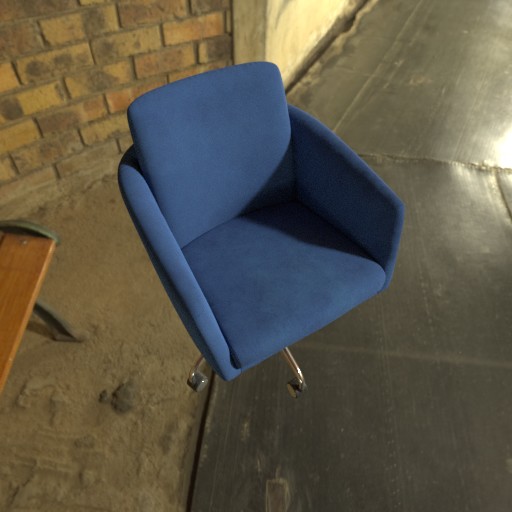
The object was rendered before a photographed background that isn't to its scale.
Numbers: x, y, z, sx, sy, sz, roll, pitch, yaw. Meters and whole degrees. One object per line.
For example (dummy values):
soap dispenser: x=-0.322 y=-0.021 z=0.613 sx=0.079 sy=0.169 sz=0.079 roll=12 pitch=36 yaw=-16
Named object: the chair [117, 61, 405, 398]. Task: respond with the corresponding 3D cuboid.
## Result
chair: x=0.000 y=0.000 z=1.345 sx=0.641 sy=0.908 sz=0.635 roll=-25 pitch=53 yaw=-21
